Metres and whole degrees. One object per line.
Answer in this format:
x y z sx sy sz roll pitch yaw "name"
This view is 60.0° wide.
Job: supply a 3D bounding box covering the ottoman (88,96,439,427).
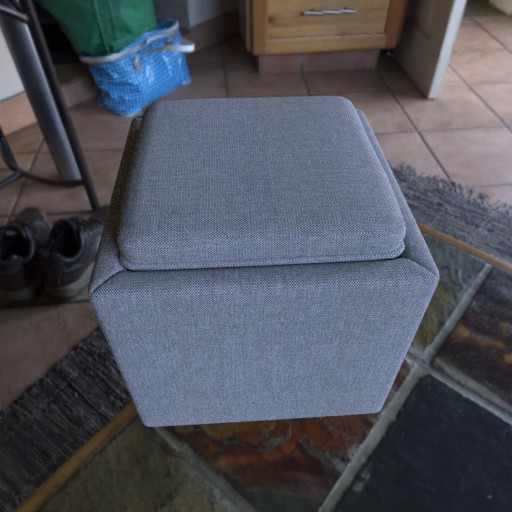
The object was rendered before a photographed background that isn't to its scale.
0.000 0.000 0.826 0.450 0.460 0.450 -3 46 -3 "ottoman"
